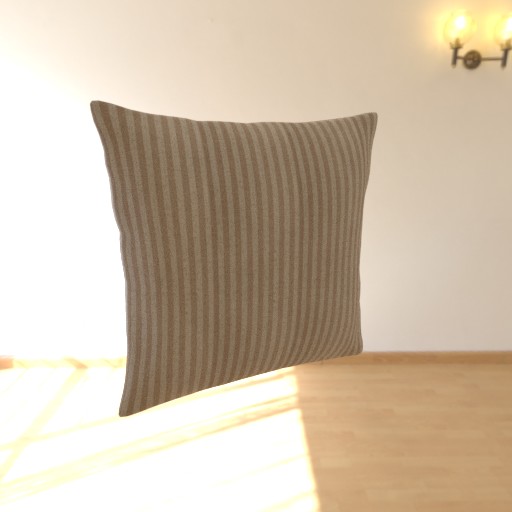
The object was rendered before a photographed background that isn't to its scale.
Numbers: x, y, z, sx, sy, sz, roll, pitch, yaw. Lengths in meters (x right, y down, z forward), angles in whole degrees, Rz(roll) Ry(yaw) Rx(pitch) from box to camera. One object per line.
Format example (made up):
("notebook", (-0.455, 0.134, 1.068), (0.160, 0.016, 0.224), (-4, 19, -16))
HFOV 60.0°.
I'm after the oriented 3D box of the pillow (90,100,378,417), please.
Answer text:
("pillow", (0.000, 0.000, 0.799), (0.523, 0.510, 0.166), (-7, 16, -25))
